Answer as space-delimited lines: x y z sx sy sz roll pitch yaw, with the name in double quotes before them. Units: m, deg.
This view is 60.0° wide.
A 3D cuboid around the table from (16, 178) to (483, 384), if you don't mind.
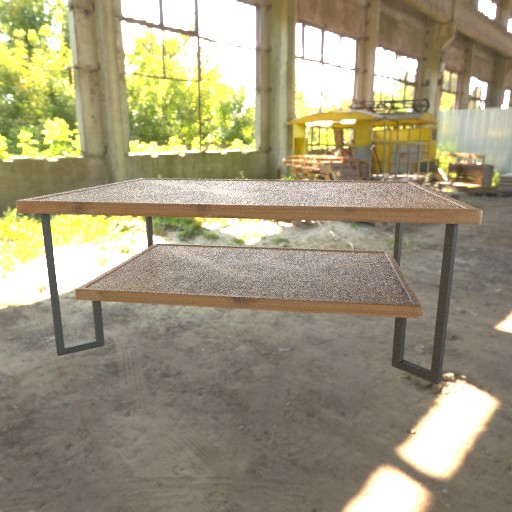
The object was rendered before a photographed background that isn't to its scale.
"table" 0.000 0.000 1.634 1.238 0.492 0.877 2 14 8
